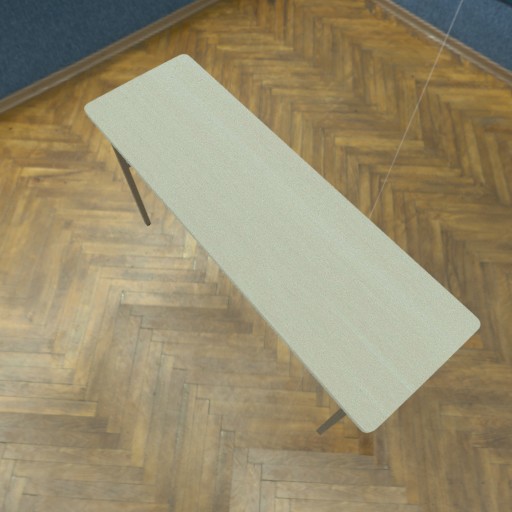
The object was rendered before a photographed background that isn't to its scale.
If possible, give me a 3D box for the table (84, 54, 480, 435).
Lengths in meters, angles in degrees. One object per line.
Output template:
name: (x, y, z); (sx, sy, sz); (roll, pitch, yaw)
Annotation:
table: (0.000, 0.000, 1.709); (0.446, 0.750, 1.397); (-36, 68, -17)
